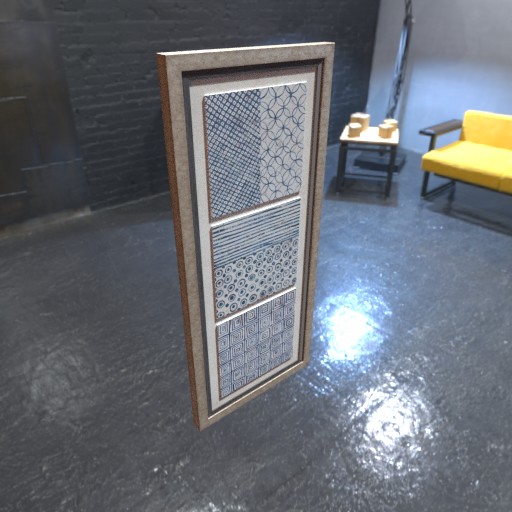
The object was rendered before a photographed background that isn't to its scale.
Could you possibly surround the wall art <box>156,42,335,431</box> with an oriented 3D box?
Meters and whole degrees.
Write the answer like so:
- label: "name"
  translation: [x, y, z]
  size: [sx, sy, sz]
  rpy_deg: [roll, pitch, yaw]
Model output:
- label: "wall art"
  translation: [0.000, 0.000, 1.710]
  size: [0.648, 1.461, 0.051]
  rpy_deg: [-22, 36, -33]
